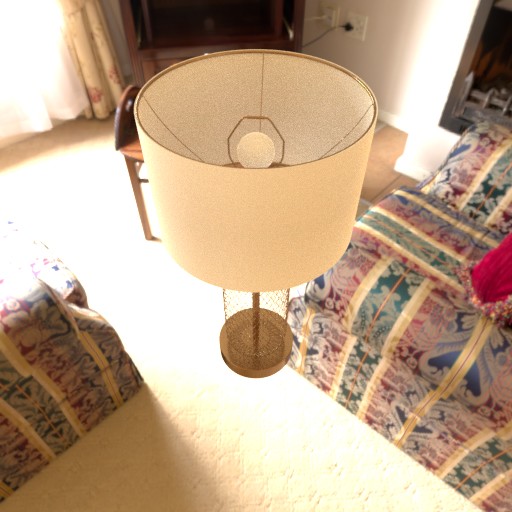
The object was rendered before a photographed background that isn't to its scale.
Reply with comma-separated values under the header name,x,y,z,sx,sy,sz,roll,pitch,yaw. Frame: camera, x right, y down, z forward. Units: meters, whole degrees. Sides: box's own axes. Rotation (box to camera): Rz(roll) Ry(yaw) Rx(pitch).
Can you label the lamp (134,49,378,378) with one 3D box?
name,x,y,z,sx,sy,sz,roll,pitch,yaw
lamp,0.000,0.000,0.641,0.252,0.483,0.252,3,47,3
